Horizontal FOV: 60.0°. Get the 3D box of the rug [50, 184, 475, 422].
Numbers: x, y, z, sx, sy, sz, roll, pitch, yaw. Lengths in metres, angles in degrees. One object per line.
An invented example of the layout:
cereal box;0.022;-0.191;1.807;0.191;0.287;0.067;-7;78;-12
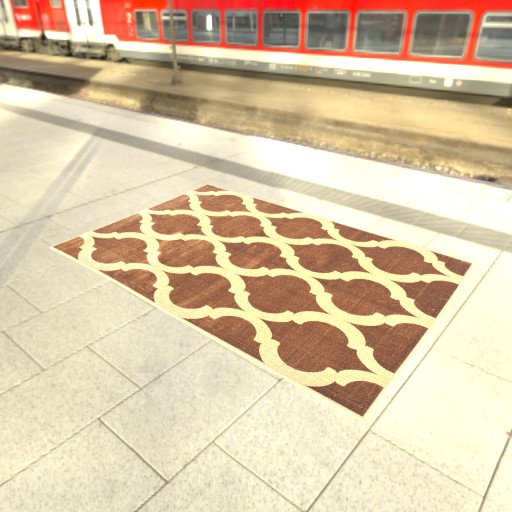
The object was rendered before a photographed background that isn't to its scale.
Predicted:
rug;0.000;0.000;2.841;2.290;0.014;1.526;21;36;32
